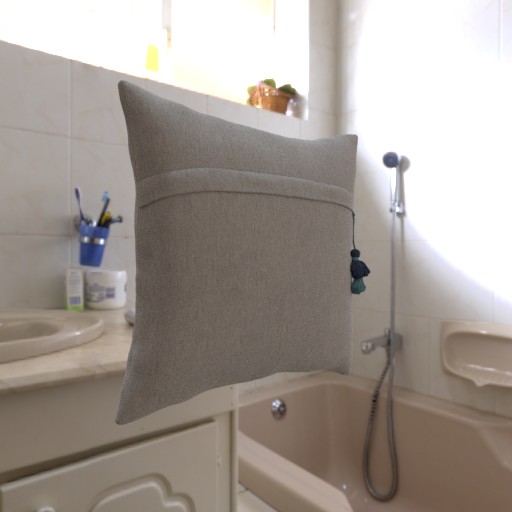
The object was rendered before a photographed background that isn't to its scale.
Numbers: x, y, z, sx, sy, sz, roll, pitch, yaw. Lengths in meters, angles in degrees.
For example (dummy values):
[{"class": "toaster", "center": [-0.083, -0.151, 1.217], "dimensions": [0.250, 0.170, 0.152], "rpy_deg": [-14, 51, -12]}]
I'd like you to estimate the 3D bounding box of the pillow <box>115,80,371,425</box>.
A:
[{"class": "pillow", "center": [0.000, 0.000, 0.682], "dimensions": [0.433, 0.436, 0.173], "rpy_deg": [0, 0, -36]}]
